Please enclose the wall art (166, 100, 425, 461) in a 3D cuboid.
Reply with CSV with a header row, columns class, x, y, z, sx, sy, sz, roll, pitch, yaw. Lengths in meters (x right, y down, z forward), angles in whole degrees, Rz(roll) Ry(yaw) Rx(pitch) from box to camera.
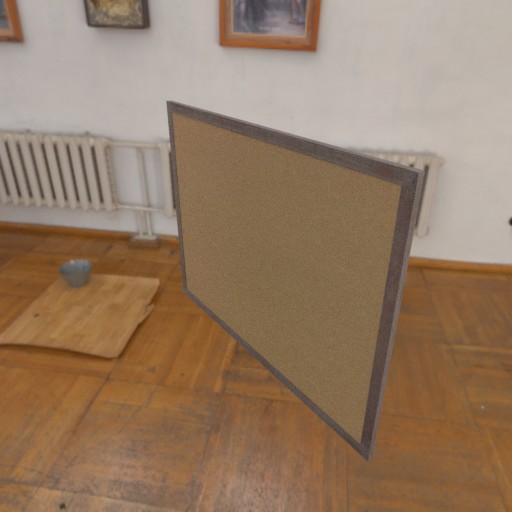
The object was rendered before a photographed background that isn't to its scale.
class,x,y,z,sx,sy,sz,roll,pitch,yaw
wall art,0.000,0.000,1.340,0.019,0.774,1.012,-19,33,-31
